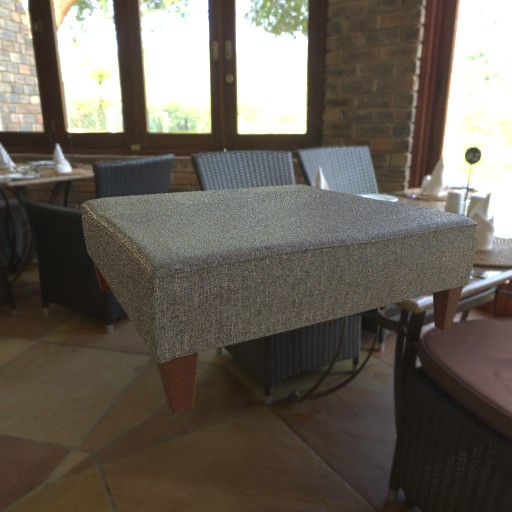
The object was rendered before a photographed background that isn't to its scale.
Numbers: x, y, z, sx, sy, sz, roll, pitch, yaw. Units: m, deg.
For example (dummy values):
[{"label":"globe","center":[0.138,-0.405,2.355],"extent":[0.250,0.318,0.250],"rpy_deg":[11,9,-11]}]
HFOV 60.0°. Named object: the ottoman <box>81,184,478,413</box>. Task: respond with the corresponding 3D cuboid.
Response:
[{"label":"ottoman","center":[0.000,0.000,1.539],"extent":[1.016,0.379,0.981],"rpy_deg":[-9,19,-27]}]
